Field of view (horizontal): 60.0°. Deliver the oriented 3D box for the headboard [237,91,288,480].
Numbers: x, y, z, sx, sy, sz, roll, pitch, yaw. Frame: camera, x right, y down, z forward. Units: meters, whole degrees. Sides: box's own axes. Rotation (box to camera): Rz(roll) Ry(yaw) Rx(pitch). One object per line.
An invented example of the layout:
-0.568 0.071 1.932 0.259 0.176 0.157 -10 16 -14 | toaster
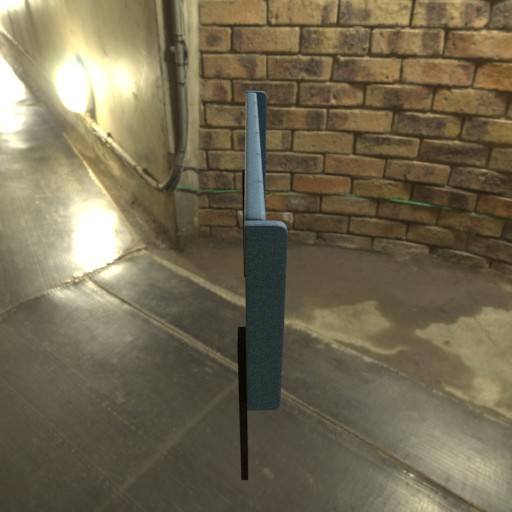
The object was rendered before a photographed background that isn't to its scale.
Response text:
0.000 0.000 2.732 0.184 1.524 2.051 0 32 -1 | headboard
